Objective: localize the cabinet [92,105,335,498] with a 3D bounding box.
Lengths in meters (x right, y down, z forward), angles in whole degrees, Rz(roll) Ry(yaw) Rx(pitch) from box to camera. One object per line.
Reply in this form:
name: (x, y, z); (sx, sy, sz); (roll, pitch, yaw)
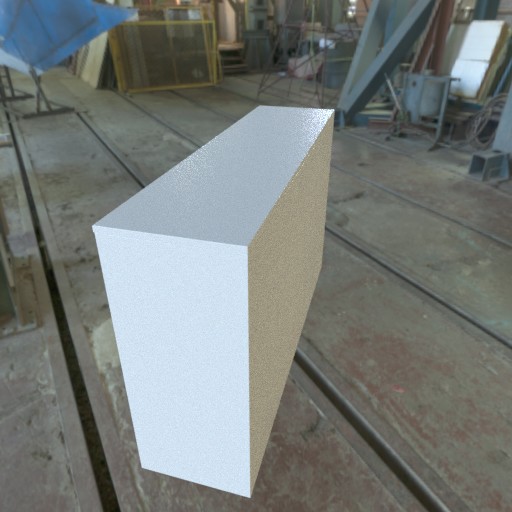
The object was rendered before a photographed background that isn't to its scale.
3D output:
cabinet: (0.000, 0.000, 1.816); (0.380, 0.900, 1.450); (8, 31, 14)
